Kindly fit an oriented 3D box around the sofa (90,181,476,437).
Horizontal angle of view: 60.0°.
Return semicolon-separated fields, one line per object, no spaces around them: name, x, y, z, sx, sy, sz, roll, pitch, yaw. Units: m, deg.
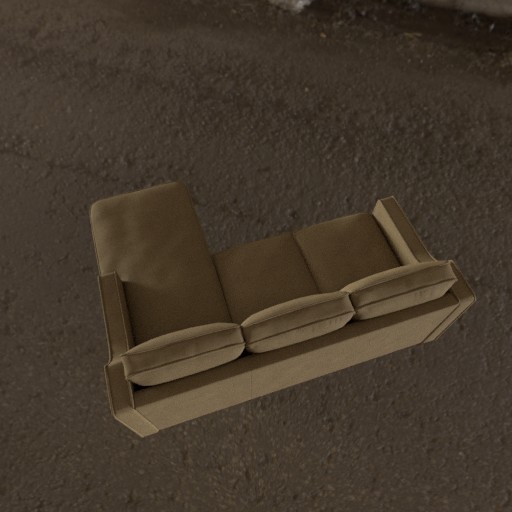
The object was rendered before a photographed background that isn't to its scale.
sofa;0.000;0.000;3.341;2.317;1.066;1.858;-16;60;-9
